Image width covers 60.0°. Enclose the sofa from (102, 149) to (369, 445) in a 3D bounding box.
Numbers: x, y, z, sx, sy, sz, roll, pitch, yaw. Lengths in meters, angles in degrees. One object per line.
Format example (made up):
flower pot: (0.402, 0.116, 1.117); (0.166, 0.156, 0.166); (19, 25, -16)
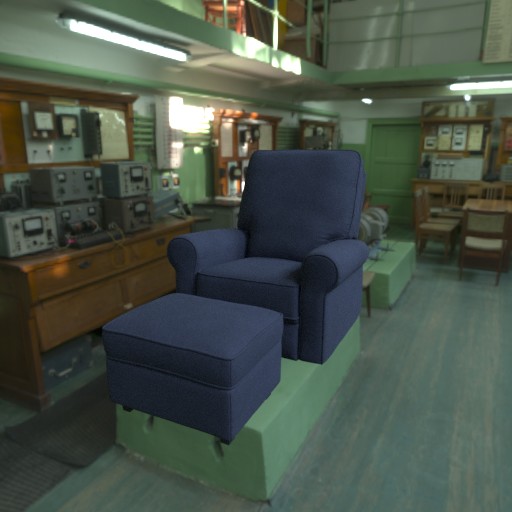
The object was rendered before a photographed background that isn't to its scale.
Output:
sofa: (0.000, 0.000, 2.086); (0.880, 0.959, 1.478); (7, 16, 25)
